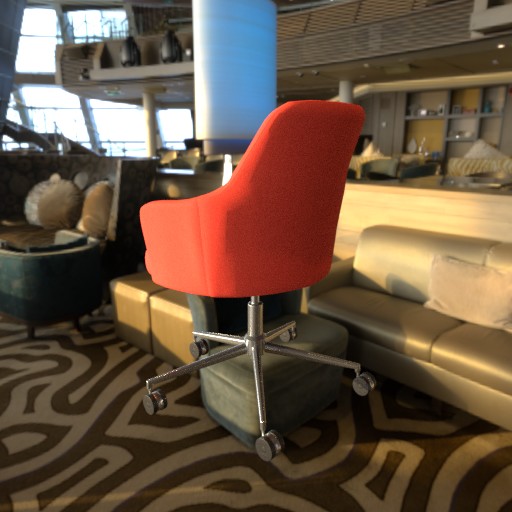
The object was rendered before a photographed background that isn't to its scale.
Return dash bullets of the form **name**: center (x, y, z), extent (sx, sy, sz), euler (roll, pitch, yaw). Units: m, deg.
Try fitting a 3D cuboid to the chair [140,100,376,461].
- **chair**: center (0.000, 0.000, 1.289), extent (0.600, 0.820, 0.655), euler (14, 20, 42)
